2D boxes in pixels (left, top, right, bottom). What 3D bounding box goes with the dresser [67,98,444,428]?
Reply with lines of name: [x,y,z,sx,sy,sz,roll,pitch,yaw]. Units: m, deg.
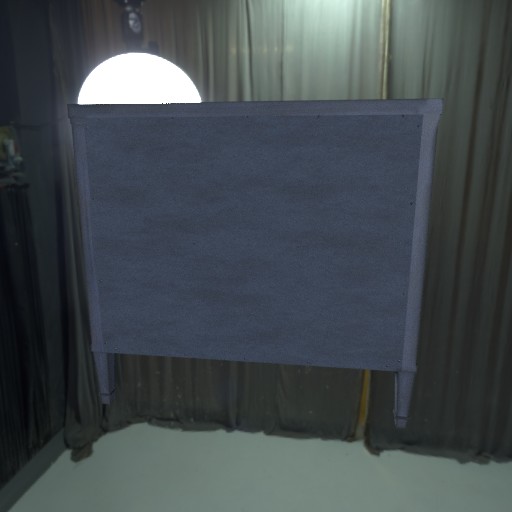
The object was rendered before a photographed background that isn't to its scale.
dresser: [0.000,0.000,1.559,1.049,0.986,0.463,2,14,8]
